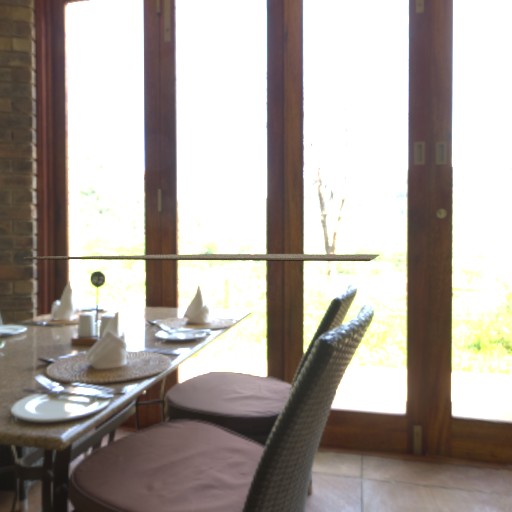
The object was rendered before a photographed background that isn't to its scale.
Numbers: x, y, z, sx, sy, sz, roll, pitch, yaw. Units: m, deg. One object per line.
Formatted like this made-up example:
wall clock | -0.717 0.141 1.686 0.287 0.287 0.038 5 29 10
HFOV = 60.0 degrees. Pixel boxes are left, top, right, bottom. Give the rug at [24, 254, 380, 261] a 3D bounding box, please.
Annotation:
rug | 0.000 0.000 2.313 1.219 0.008 1.829 0 1 16
